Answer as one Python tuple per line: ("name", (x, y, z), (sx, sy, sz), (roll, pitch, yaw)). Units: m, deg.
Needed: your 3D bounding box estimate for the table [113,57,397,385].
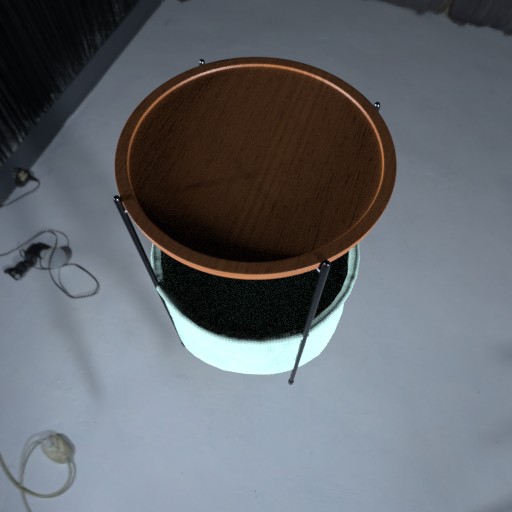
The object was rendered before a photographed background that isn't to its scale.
("table", (0.000, 0.000, 0.882), (0.400, 0.623, 0.400), (17, 63, 9))
